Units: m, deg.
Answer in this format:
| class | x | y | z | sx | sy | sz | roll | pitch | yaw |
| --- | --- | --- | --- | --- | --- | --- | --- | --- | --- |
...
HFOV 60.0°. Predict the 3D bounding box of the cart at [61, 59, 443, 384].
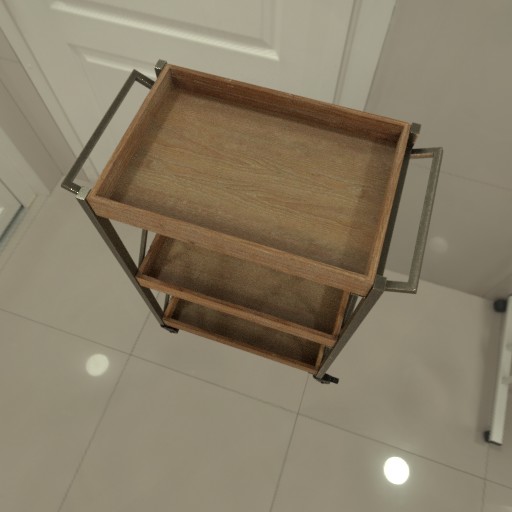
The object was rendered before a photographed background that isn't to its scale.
| class | x | y | z | sx | sy | sz | roll | pitch | yaw |
| --- | --- | --- | --- | --- | --- | --- | --- | --- | --- |
| cart | 0.000 | 0.000 | 1.204 | 0.673 | 0.835 | 0.377 | 17 | 66 | 8 |
